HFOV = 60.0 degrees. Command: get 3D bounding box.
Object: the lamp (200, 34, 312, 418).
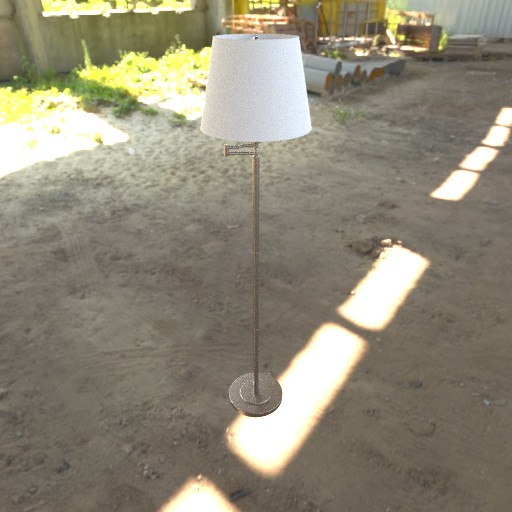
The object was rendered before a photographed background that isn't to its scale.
[{"bbox_3d":[0.000,0.000,1.657,0.355,1.473,0.355,0,30,0],"label":"lamp"}]
